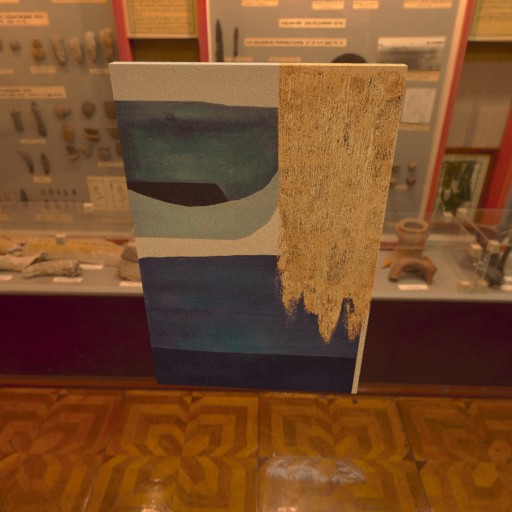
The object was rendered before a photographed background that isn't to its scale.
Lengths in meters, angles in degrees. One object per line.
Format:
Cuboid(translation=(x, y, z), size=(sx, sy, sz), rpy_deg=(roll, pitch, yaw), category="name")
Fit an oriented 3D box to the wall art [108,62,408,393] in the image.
Cuboid(translation=(0.000, 0.000, 1.139), size=(0.607, 0.911, 0.039), rpy_deg=(2, 30, 3), category="wall art")
